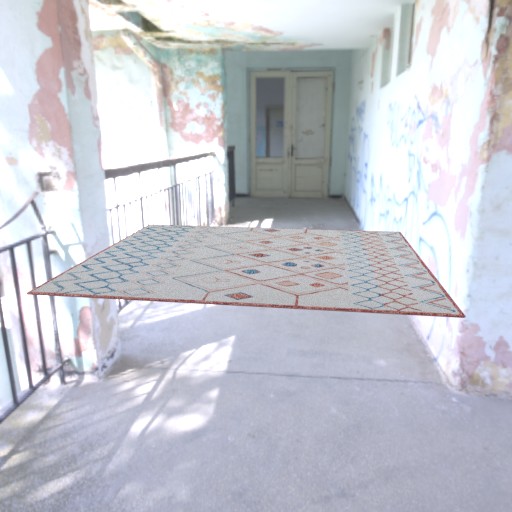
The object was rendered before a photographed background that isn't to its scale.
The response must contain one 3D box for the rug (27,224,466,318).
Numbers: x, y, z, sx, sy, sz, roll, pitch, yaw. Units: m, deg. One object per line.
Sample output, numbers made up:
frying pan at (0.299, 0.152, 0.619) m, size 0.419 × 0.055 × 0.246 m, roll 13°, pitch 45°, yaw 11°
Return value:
rug at (0.000, 0.000, 4.192) m, size 3.050 × 0.016 × 2.441 m, roll 2°, pitch 16°, yaw 8°
